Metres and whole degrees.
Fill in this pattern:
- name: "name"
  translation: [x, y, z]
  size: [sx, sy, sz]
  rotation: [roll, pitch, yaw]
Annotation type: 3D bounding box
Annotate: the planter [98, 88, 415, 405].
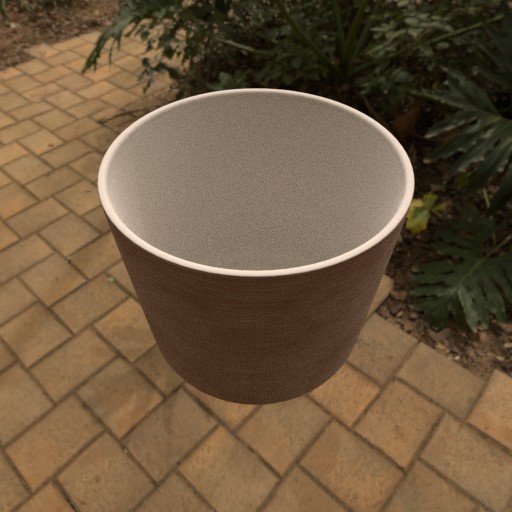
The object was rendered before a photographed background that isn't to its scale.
- name: "planter"
  translation: [0.000, 0.000, 0.776]
  size: [0.440, 0.398, 0.440]
  rotation: [0, 46, 0]
